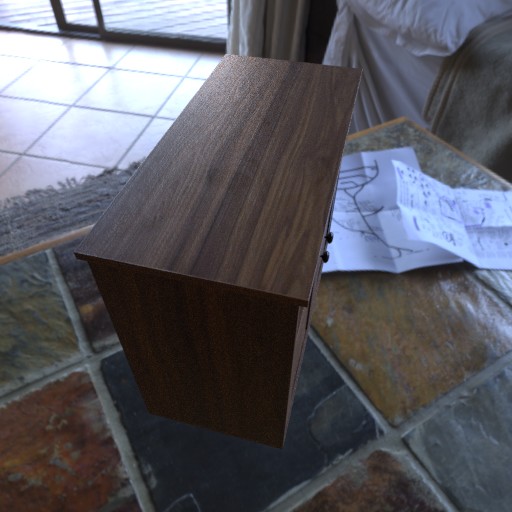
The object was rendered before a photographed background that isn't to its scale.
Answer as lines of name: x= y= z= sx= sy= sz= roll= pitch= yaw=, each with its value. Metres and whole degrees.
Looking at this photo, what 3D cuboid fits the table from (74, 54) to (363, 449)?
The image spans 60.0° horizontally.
table: x=0.000 y=0.000 z=1.202 sx=0.390 sy=0.725 sz=0.802 roll=11 pitch=47 yaw=10
